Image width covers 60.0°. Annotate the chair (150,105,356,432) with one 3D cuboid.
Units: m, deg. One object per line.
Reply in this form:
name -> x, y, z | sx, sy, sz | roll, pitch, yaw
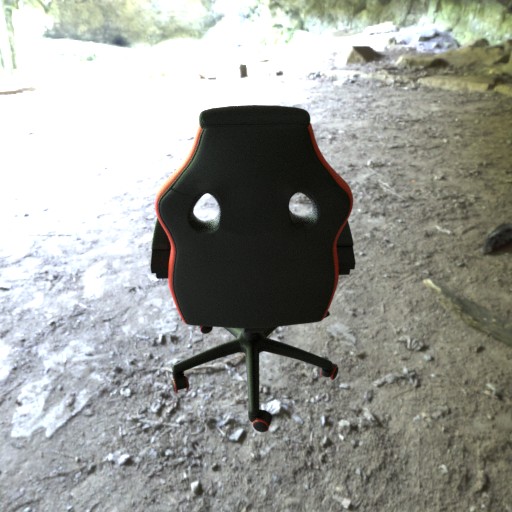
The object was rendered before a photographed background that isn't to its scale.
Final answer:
chair -> 0.000, 0.000, 1.377 | 0.600, 1.016, 0.642 | -1, 30, -2
